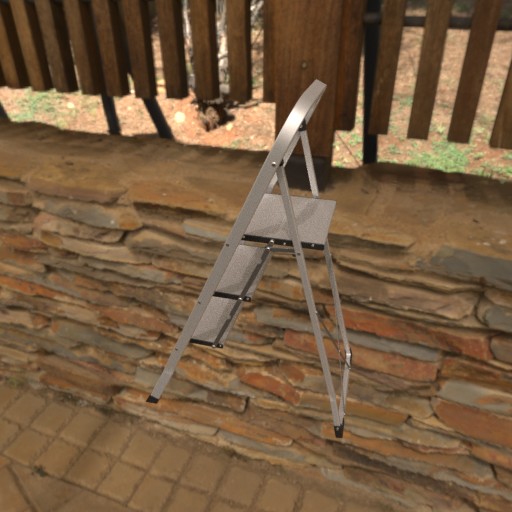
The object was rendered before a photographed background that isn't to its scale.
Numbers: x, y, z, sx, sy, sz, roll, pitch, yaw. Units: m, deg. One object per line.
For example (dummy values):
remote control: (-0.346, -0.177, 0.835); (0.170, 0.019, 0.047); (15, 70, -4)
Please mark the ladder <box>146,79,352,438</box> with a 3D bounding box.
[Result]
ladder: (0.000, 0.000, 1.448); (0.704, 1.070, 0.465); (8, 31, 13)
